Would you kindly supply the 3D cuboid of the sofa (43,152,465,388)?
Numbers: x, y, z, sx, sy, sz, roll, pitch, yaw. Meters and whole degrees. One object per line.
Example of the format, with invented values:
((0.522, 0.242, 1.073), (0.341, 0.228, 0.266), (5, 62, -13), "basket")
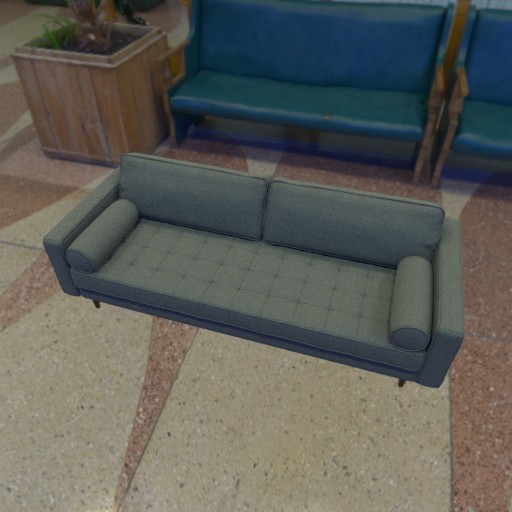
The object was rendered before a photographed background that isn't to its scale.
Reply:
((0.000, 0.000, 2.602), (2.198, 0.762, 0.914), (12, 43, 13), "sofa")
